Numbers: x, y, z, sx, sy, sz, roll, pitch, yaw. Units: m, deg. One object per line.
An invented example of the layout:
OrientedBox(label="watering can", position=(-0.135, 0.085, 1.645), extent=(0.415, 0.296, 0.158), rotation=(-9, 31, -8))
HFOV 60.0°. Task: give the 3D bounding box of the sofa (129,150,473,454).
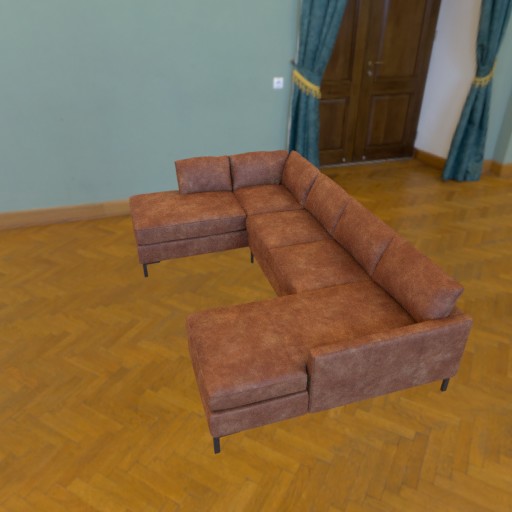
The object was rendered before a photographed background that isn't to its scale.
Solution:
OrientedBox(label="sofa", position=(0.000, 0.000, 3.804), extent=(1.939, 0.900, 2.956), rotation=(-9, 32, -15))
